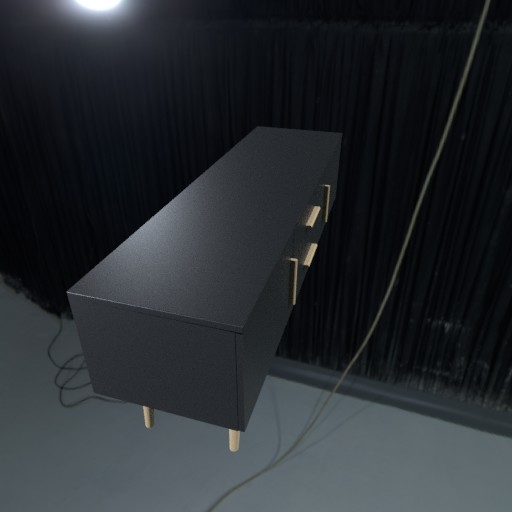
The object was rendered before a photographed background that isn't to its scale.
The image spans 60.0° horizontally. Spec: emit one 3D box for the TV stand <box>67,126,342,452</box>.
[{"bbox_3d":[0.000,0.000,1.510,0.390,0.518,1.312,9,32,15],"label":"TV stand"}]
